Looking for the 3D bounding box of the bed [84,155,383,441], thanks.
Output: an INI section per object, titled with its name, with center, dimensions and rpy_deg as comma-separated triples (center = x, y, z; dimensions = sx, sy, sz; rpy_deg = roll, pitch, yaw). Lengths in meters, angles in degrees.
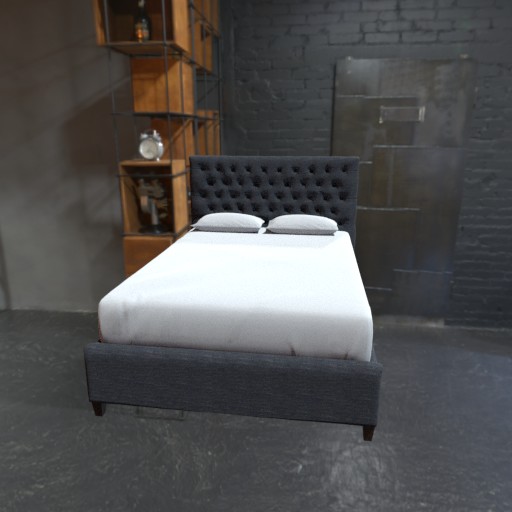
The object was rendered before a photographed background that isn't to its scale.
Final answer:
[bed]
center = 0.000, 0.000, 3.477
dimensions = 1.698, 1.427, 2.387
rpy_deg = 2, 16, 8
